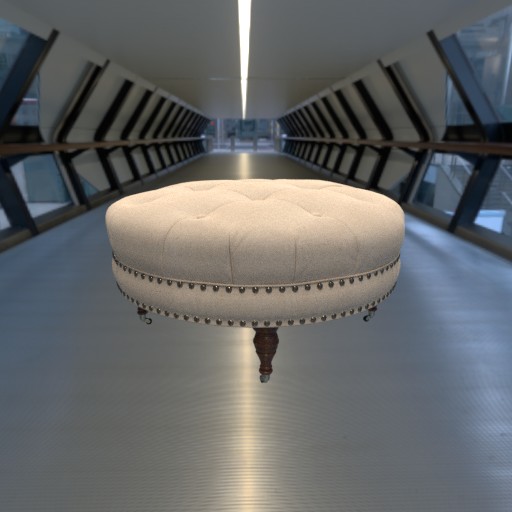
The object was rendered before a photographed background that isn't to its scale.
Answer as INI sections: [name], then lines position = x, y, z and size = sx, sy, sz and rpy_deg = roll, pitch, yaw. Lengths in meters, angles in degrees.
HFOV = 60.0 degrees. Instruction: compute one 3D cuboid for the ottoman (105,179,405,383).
[ottoman]
position = 0.000, 0.000, 1.482
size = 0.940, 0.483, 0.940
rpy_deg = 0, 16, 0
